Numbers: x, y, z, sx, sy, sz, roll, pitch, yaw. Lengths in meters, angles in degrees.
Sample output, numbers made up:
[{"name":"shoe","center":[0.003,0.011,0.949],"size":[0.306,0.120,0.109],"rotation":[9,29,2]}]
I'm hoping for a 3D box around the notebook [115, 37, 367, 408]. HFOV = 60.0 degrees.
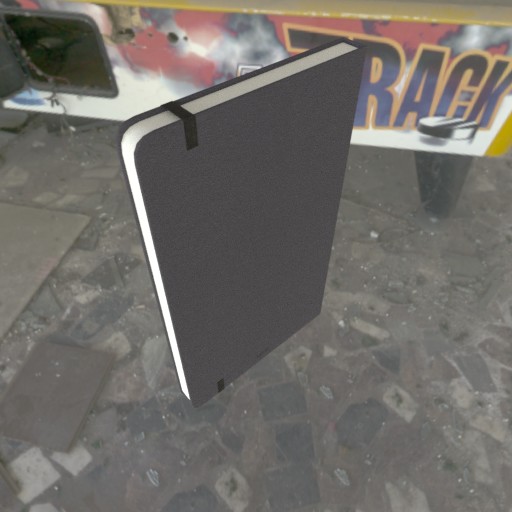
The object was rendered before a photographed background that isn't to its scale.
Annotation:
[{"name":"notebook","center":[0.000,0.000,0.261],"size":[0.127,0.213,0.016],"rotation":[-32,54,-27]}]
